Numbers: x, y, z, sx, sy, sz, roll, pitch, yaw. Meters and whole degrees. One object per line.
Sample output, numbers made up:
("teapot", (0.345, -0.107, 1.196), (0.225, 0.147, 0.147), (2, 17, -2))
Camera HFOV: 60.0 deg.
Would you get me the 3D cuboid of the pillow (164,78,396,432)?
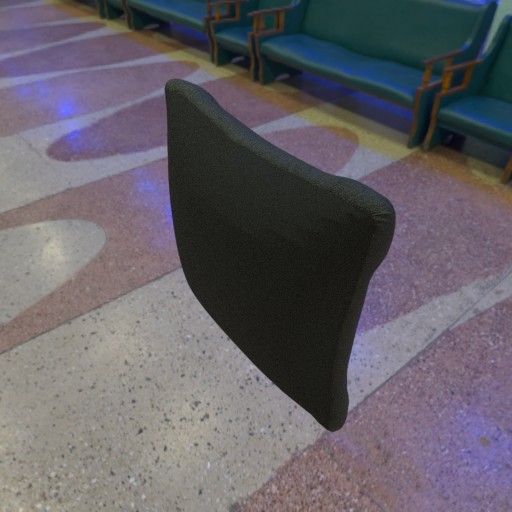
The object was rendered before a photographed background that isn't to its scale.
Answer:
("pillow", (0.000, 0.000, 0.820), (0.210, 0.523, 0.533), (-27, 49, -27))
